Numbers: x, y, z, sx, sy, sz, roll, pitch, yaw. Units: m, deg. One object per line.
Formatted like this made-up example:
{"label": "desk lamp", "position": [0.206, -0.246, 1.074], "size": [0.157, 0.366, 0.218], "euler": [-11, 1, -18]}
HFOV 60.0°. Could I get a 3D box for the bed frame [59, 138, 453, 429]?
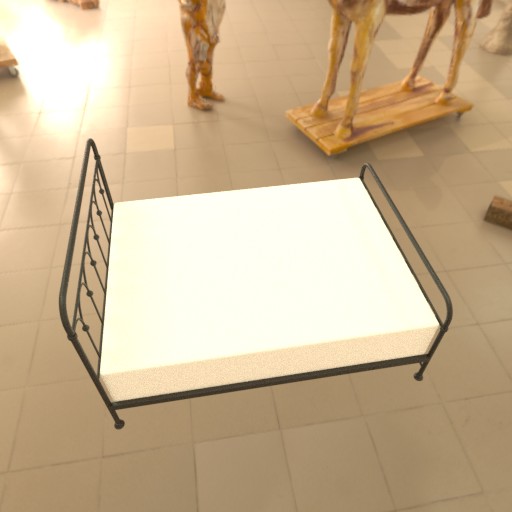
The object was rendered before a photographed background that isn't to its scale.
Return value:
{"label": "bed frame", "position": [0.000, 0.000, 3.194], "size": [2.203, 1.276, 1.664], "euler": [-7, 47, -7]}
